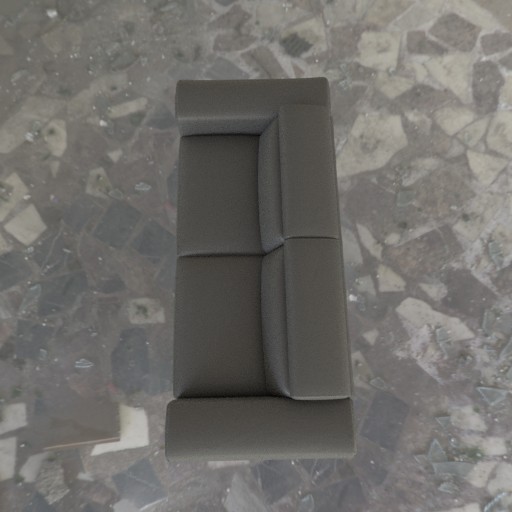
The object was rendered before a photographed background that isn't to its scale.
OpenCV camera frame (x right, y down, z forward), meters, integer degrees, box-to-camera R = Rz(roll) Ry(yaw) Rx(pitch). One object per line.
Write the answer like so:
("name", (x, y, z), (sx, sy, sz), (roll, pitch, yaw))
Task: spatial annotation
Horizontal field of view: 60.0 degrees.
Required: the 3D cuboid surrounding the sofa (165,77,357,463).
("sofa", (0.000, 0.000, 2.781), (1.023, 0.759, 2.321), (-1, 74, 0))
